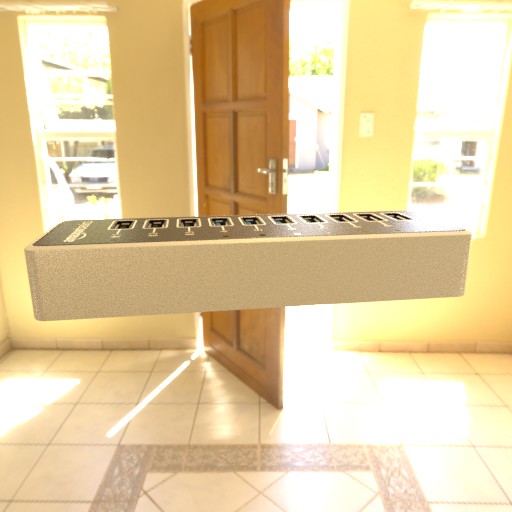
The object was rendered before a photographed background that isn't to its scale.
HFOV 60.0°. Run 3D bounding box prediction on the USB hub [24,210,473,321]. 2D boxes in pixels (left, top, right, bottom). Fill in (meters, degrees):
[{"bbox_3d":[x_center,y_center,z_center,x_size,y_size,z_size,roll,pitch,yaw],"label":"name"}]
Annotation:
[{"bbox_3d":[0.000,0.000,0.162,0.145,0.023,0.044,-2,16,-8],"label":"USB hub"}]
